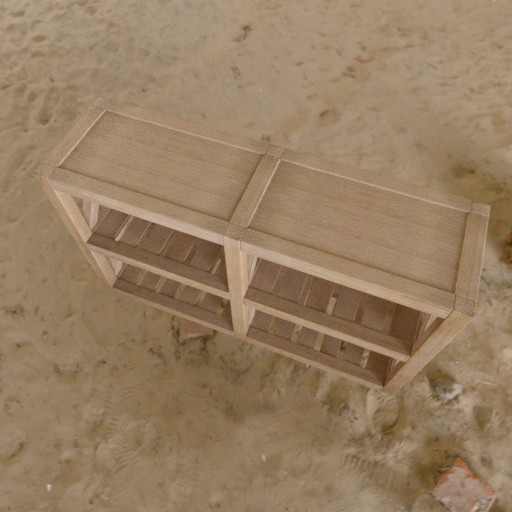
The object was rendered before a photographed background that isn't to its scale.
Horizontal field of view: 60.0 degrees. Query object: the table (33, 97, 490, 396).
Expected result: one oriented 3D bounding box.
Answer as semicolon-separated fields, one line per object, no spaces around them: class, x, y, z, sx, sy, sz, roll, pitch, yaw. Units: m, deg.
table;0.000;0.000;1.636;1.320;0.762;0.381;18;60;11
